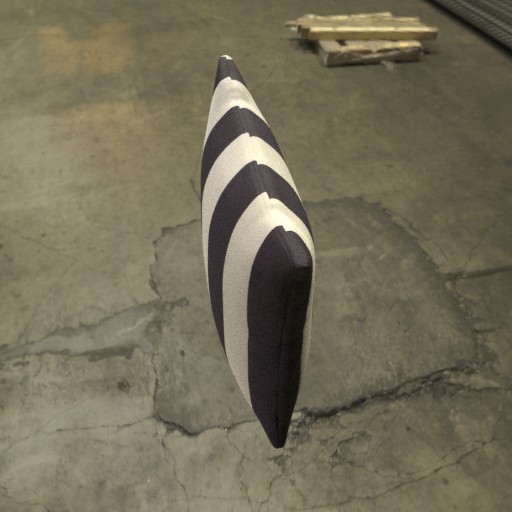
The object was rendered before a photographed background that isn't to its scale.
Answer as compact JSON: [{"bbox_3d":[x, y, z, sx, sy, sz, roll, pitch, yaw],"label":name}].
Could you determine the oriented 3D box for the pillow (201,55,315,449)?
[{"bbox_3d":[0.000,0.000,0.808,0.189,0.526,0.536,-9,47,-9],"label":"pillow"}]
